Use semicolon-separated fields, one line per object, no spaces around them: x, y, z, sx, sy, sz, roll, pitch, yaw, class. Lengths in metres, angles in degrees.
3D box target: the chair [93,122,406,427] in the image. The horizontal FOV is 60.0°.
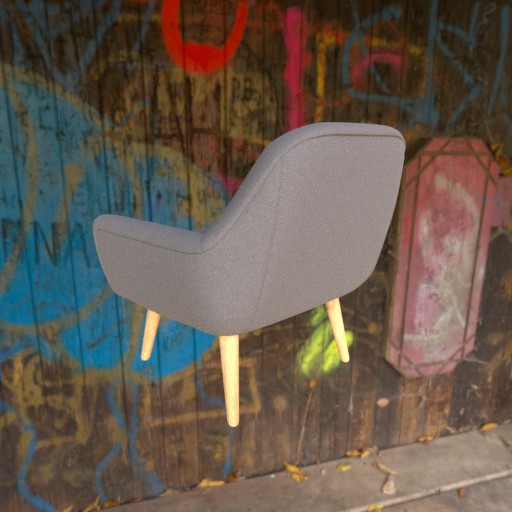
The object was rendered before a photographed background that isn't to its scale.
0.000;0.000;1.427;0.770;0.800;0.779;-13;20;-42;chair
